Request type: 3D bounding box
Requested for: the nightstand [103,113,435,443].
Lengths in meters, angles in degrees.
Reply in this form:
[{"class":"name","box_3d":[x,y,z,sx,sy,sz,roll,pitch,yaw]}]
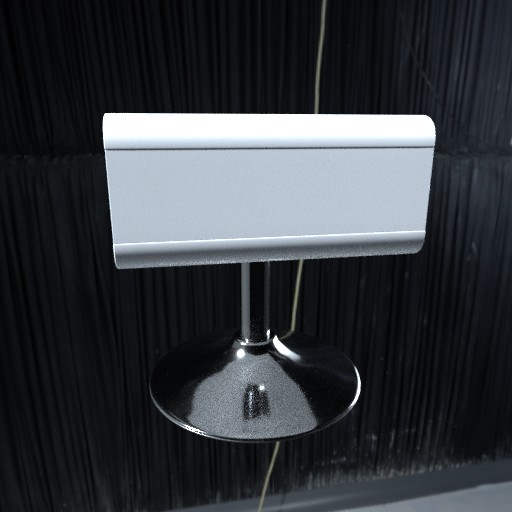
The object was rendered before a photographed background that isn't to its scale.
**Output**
[{"class":"nightstand","box_3d":[0.000,0.000,0.749,0.404,0.447,0.399,-3,16,-10]}]
